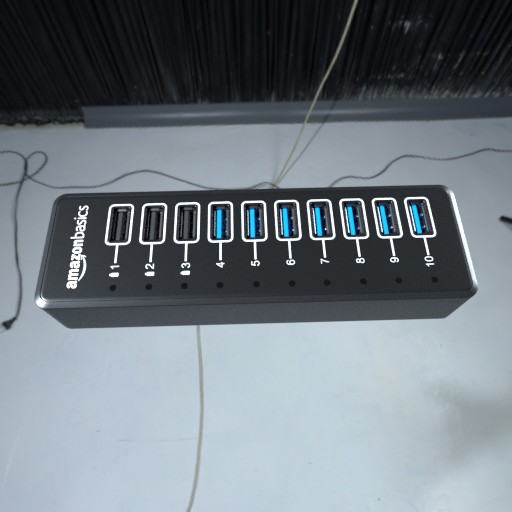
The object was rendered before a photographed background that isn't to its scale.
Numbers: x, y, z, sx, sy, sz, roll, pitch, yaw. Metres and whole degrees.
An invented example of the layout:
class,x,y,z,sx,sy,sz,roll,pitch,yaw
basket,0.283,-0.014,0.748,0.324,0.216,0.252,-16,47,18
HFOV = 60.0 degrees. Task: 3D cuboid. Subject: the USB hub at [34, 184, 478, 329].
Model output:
class,x,y,z,sx,sy,sz,roll,pitch,yaw
USB hub,0.000,0.000,0.162,0.145,0.023,0.044,-1,64,-1
